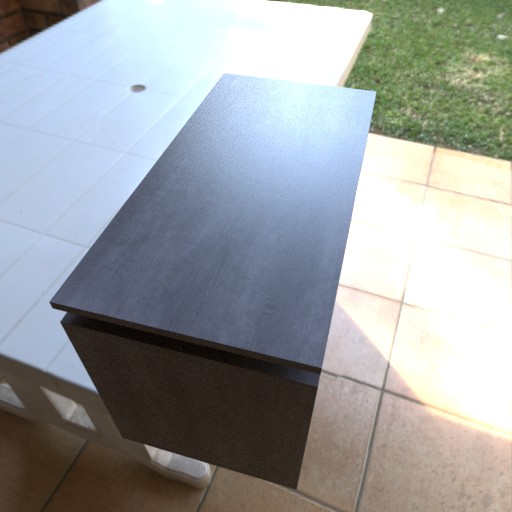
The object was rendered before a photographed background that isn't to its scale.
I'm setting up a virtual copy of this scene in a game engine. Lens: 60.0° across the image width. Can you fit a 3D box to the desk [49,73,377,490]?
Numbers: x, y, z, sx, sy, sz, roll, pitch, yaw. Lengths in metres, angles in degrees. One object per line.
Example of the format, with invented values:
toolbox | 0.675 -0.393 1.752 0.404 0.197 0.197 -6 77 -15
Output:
desk | 0.000 0.000 1.576 0.600 0.740 1.200 11 47 11
